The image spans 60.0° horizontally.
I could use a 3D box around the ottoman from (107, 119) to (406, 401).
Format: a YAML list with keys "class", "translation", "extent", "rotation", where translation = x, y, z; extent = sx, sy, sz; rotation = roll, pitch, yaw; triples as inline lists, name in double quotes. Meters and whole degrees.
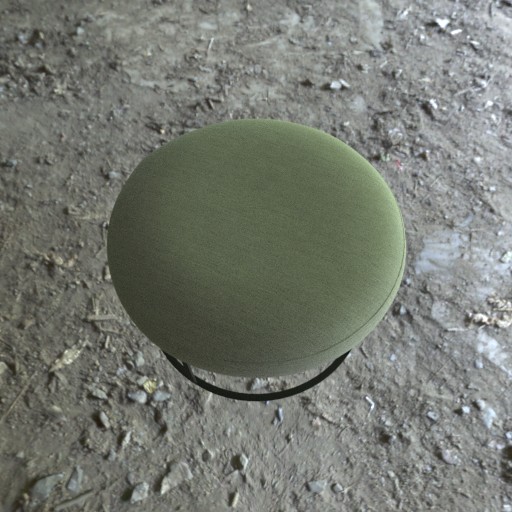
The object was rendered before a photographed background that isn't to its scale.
- class: "ottoman"
  translation: [0.000, 0.000, 1.271]
  extent: [0.769, 0.459, 0.769]
  rotation: [0, 59, 0]
